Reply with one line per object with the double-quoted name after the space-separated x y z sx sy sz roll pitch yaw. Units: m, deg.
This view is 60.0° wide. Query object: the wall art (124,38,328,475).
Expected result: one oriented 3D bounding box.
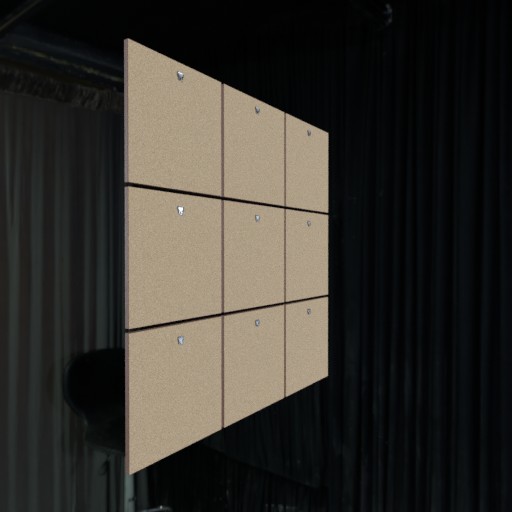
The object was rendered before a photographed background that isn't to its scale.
0.000 0.000 1.285 0.018 0.904 0.906 0 1 36 "wall art"
